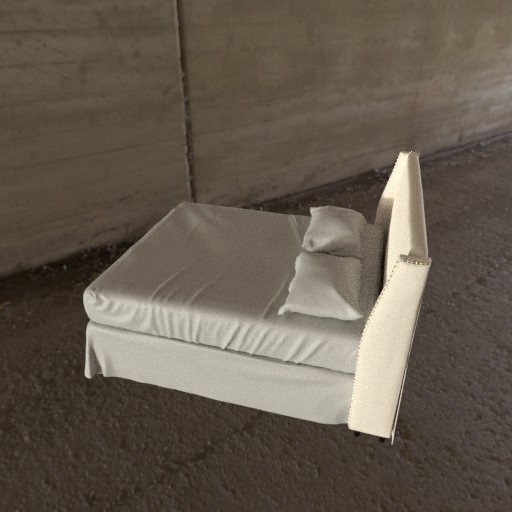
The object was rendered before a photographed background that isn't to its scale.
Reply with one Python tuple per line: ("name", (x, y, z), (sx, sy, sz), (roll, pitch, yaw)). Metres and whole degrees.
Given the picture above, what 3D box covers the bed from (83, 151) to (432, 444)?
("bed", (0.000, 0.000, 3.448), (2.276, 1.332, 1.925), (8, 31, 14))
